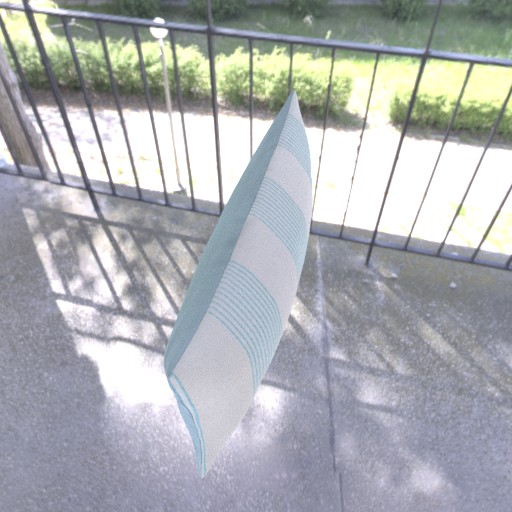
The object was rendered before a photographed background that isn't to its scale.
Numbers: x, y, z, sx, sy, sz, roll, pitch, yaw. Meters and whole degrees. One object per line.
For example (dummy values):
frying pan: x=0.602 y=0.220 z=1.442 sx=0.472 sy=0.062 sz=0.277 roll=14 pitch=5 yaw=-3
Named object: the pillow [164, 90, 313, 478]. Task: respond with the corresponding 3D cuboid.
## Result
pillow: x=0.000 y=0.000 z=0.720 sx=0.151 sy=0.287 sz=0.610 roll=11 pitch=47 yaw=10
